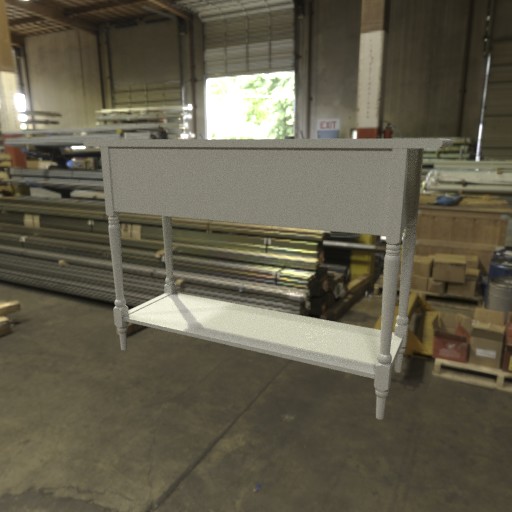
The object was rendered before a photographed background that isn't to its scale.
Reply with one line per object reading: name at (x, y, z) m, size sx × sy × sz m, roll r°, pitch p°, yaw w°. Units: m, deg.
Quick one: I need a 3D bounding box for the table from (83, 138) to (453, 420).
table at (0.000, 0.000, 1.589) m, size 1.197 × 0.808 × 0.384 m, roll 7°, pitch 16°, yaw 26°
